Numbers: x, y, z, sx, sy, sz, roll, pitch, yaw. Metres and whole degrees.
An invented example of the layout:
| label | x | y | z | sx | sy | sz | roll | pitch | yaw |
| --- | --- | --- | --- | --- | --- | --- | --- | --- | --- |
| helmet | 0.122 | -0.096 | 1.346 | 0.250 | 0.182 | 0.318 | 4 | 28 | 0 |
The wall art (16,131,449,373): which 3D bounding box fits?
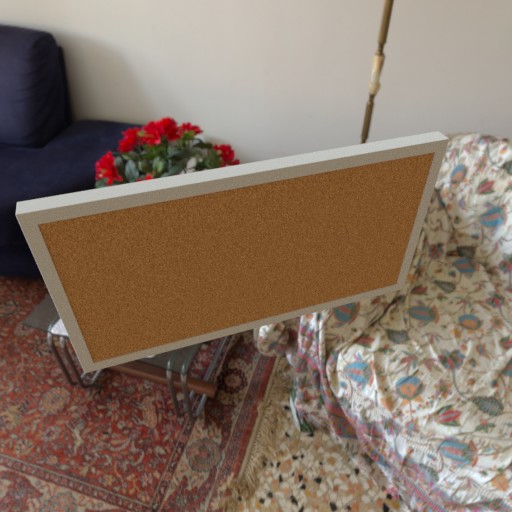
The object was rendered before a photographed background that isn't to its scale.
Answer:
| label | x | y | z | sx | sy | sz | roll | pitch | yaw |
| --- | --- | --- | --- | --- | --- | --- | --- | --- | --- |
| wall art | 0.000 | 0.000 | 0.951 | 0.812 | 0.431 | 0.038 | -13 | 43 | -14 |
